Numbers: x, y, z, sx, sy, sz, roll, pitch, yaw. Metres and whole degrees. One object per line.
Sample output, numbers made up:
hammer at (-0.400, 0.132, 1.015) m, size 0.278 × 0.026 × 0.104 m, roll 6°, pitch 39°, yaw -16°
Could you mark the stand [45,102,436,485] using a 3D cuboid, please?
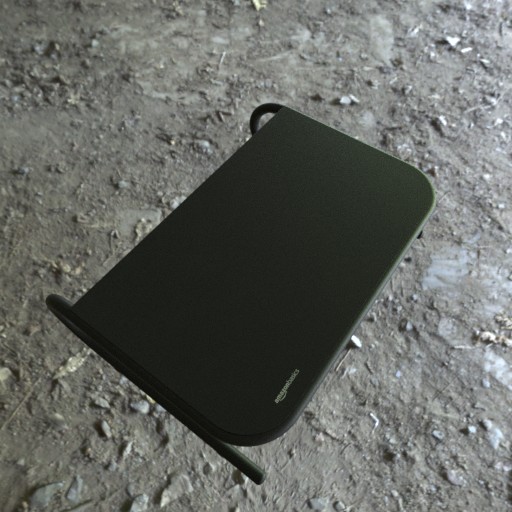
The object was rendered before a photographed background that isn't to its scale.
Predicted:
stand at (0.000, 0.000, 0.507) m, size 0.280 × 0.108 × 0.370 m, roll 32°, pitch 63°, yaw 19°
